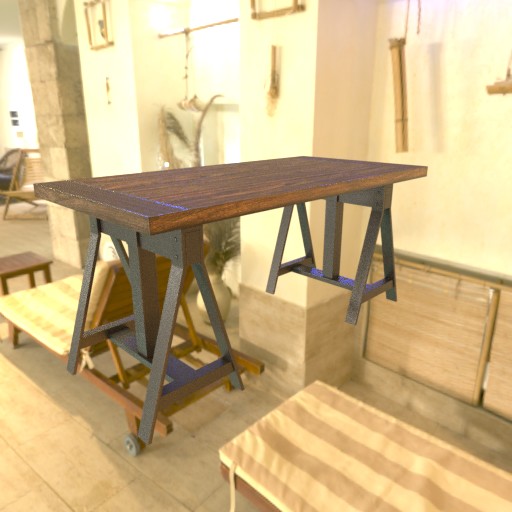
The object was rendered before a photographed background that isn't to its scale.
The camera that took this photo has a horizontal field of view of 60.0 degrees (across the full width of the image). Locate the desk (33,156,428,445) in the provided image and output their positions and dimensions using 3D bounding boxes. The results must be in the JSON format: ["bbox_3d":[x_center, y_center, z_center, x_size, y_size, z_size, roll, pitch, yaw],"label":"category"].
[{"bbox_3d":[0.000,0.000,1.966,1.543,0.725,0.784,-17,25,-42],"label":"desk"}]
